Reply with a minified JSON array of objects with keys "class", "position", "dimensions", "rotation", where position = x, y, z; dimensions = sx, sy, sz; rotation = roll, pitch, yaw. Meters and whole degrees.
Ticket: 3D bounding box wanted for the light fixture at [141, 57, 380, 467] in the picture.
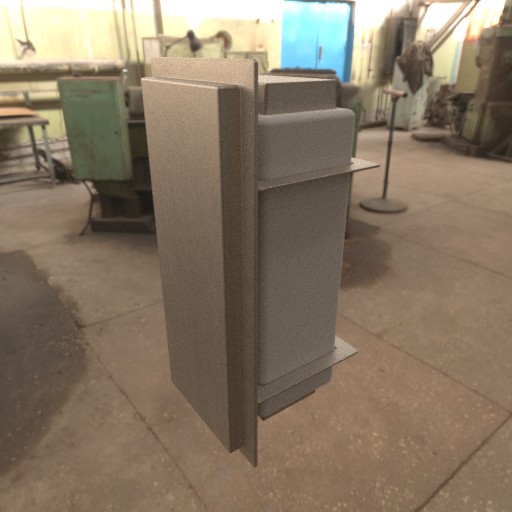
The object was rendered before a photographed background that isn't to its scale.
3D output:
[{"class":"light fixture","position":[0.000,0.000,0.465],"dimensions":[0.160,0.380,0.168],"rotation":[-17,30,-32]}]
